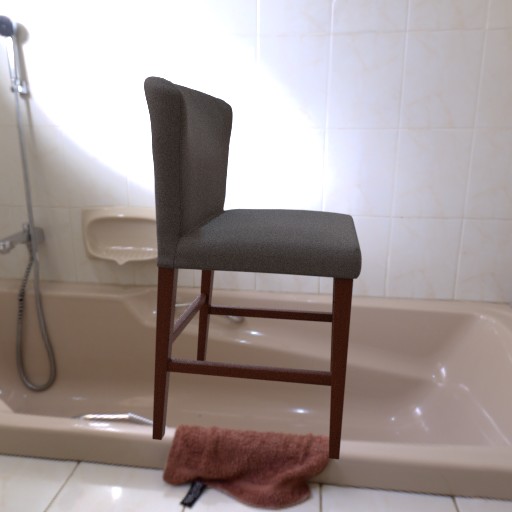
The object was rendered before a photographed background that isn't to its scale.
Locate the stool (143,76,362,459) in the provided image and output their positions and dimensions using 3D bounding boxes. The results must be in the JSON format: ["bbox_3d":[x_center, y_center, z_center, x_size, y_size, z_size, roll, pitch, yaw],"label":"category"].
[{"bbox_3d":[0.000,0.000,1.284,0.568,0.968,0.481,2,15,9],"label":"stool"}]
